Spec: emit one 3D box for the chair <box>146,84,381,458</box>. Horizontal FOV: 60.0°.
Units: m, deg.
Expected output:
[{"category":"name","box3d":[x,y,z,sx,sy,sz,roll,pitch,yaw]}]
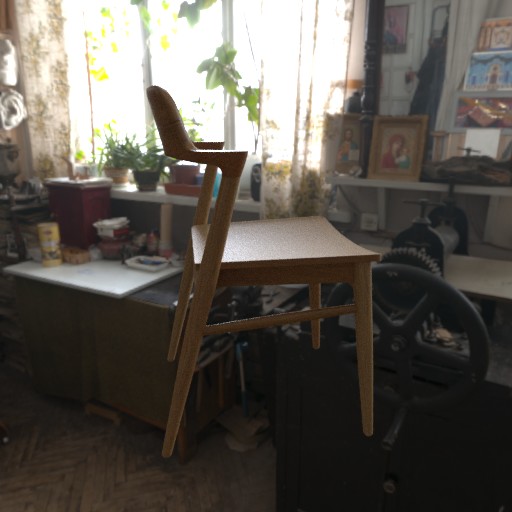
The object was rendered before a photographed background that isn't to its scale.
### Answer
[{"category":"chair","box3d":[0.000,0.000,1.127,0.499,0.792,0.512,-3,17,-9]}]
